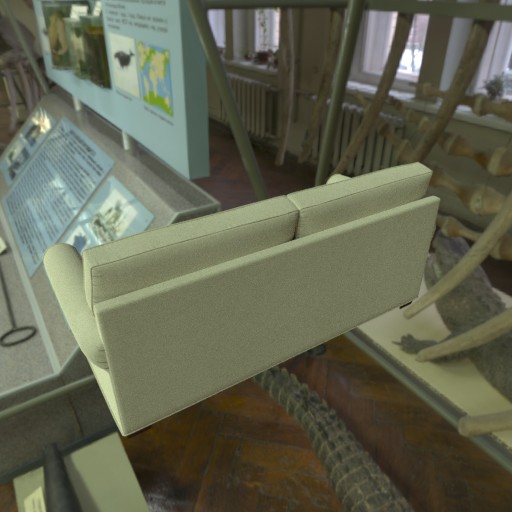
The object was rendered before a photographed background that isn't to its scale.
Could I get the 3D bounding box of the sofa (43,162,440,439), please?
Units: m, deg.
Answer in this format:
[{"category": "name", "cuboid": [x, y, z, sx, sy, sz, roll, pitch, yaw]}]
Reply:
[{"category": "sofa", "cuboid": [0.000, 0.000, 2.585, 2.146, 0.962, 0.901, -18, 35, -28]}]
